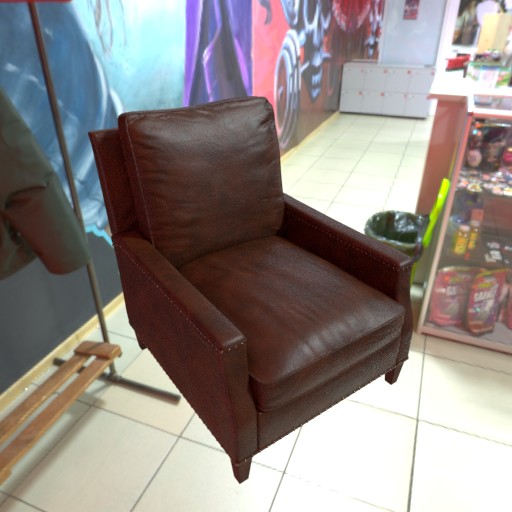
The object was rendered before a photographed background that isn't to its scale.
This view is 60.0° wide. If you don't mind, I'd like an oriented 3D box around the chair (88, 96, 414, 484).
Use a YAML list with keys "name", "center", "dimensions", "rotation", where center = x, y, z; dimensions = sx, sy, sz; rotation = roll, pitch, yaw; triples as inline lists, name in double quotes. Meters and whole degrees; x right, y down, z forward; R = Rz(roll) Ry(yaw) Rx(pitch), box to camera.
- name: "chair"
  center: [0.000, 0.000, 1.749]
  dimensions: [0.854, 1.054, 1.035]
  rotation: [-19, 34, -31]
